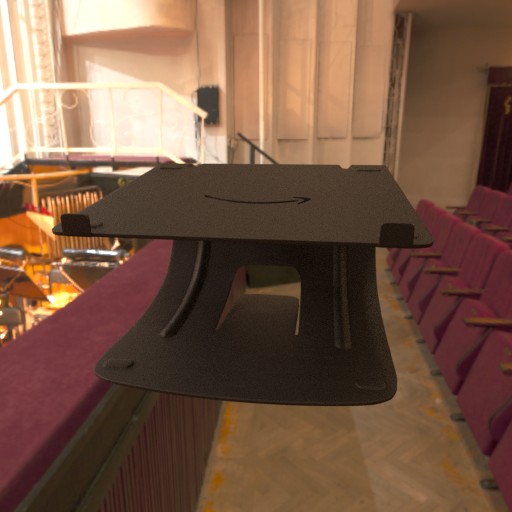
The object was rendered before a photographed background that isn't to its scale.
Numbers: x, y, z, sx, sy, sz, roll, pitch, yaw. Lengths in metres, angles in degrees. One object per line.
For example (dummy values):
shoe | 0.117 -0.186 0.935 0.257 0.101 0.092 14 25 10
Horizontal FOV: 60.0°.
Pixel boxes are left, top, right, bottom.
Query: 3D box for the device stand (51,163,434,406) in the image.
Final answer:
device stand | 0.000 0.000 0.404 0.256 0.155 0.236 2 15 9
